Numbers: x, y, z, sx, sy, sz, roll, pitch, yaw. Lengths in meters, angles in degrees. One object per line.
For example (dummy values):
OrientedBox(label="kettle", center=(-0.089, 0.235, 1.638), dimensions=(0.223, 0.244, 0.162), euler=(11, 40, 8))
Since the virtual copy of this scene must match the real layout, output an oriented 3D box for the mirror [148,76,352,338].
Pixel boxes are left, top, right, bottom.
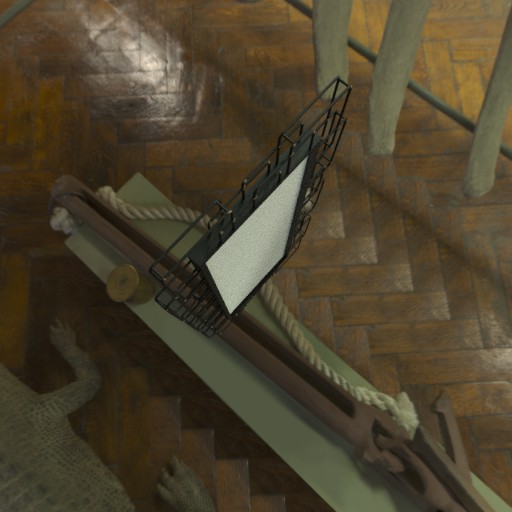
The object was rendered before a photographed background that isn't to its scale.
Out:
OrientedBox(label="mirror", center=(0.000, 0.000, 1.342), dimensions=(0.037, 1.192, 0.565), euler=(41, 79, 9))
